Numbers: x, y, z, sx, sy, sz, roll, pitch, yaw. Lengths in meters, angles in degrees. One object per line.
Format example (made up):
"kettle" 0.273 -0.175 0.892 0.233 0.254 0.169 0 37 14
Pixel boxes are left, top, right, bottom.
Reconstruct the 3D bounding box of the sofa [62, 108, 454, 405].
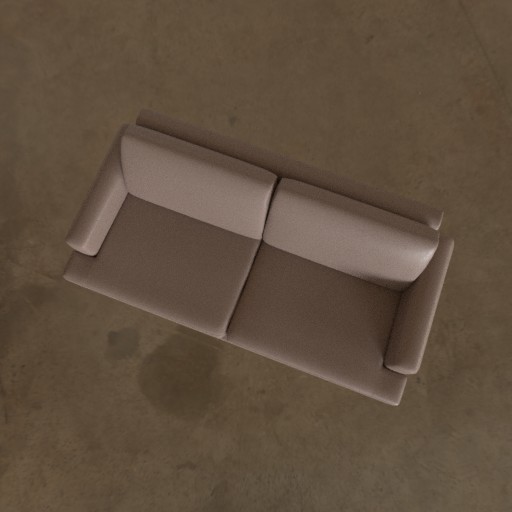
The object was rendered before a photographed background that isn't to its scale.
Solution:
"sofa" 0.000 0.000 2.434 1.940 0.765 0.974 20 77 5
